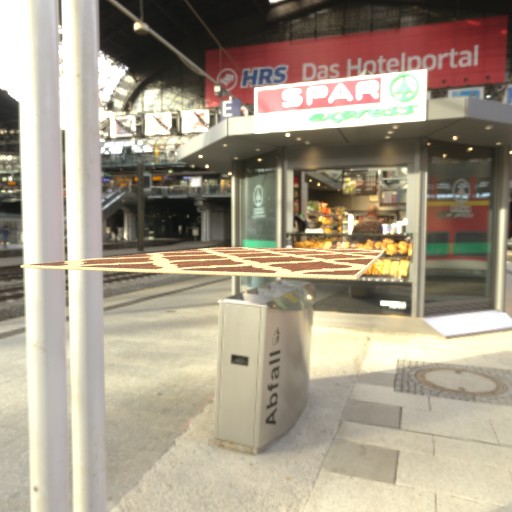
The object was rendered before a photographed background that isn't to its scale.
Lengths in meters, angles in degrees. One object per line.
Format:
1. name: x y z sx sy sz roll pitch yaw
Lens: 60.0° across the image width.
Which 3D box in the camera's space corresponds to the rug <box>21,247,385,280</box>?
1. rug: 0.000 0.000 2.861 1.526 0.014 2.290 1 4 19
